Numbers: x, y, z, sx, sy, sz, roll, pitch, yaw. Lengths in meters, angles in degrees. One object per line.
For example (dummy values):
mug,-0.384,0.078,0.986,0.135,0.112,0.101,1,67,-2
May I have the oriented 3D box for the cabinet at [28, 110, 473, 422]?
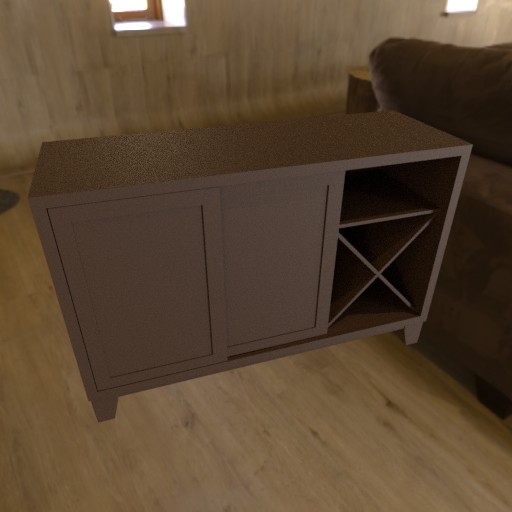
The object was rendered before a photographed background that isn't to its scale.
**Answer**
cabinet,0.000,0.000,1.764,1.396,0.914,0.482,-10,33,-15
